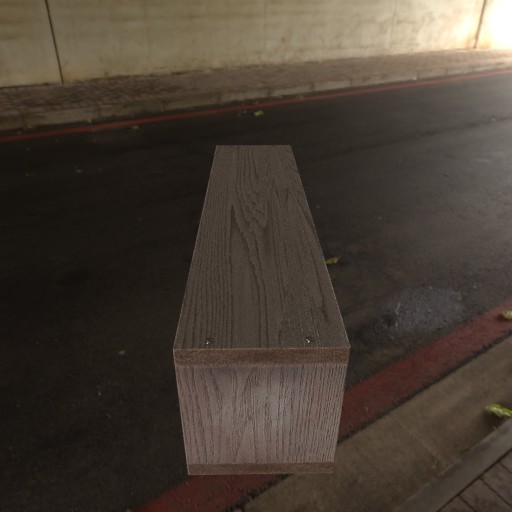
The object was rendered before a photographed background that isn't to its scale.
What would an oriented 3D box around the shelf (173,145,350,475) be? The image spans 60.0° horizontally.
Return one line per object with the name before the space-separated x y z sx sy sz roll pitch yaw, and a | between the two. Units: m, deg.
shelf | 0.000 0.000 0.680 0.150 0.170 0.610 0 30 -1
